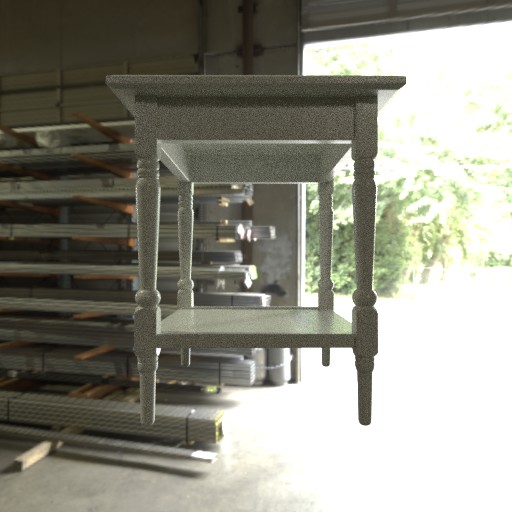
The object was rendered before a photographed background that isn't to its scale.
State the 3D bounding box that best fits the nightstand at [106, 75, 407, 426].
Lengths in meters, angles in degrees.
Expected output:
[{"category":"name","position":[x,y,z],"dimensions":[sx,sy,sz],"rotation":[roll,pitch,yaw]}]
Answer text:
[{"category":"nightstand","position":[0.000,0.000,0.925],"dimensions":[0.459,0.555,0.505],"rotation":[0,-1,0]}]
